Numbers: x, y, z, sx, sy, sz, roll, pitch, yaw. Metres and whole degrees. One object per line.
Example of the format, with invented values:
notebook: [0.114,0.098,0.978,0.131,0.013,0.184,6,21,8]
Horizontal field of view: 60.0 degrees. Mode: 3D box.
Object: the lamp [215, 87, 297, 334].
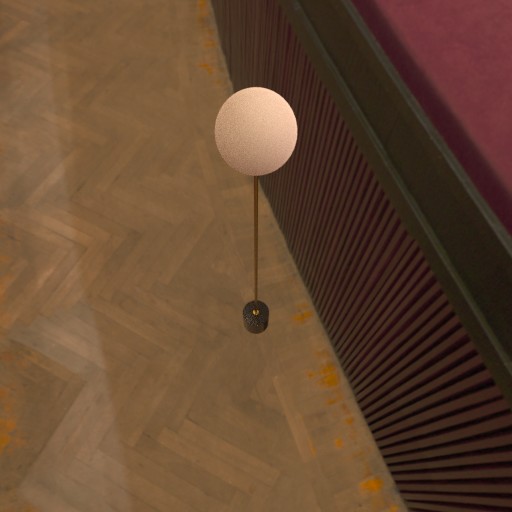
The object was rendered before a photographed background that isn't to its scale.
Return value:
lamp: [0.000,0.000,1.903,0.229,1.748,0.229,-17,64,-8]
